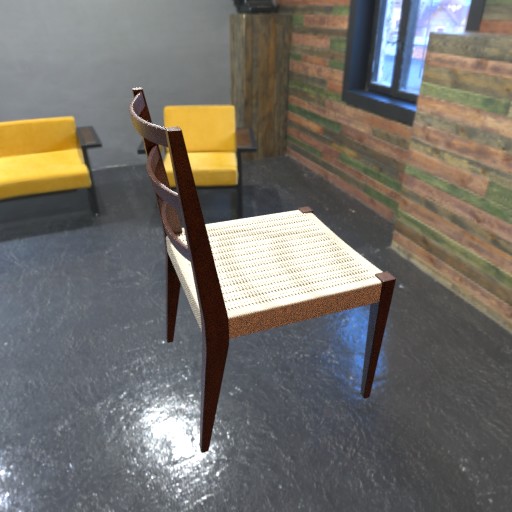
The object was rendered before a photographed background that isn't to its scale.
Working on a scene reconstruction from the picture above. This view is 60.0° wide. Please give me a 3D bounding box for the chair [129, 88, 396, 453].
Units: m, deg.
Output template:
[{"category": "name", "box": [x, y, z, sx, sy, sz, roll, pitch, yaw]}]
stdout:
[{"category": "chair", "box": [0.000, 0.000, 1.190, 0.551, 0.813, 0.480, -11, 31, -18]}]
